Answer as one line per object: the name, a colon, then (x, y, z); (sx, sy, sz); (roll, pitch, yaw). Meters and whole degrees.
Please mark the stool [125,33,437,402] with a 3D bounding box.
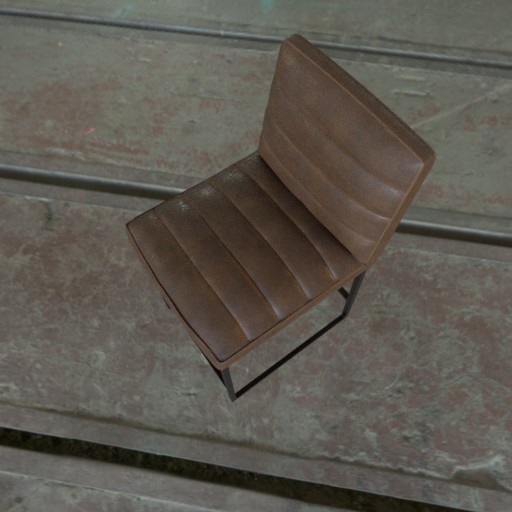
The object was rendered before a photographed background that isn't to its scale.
stool: (0.000, 0.000, 1.257); (0.562, 0.942, 0.463); (-33, 68, -15)
